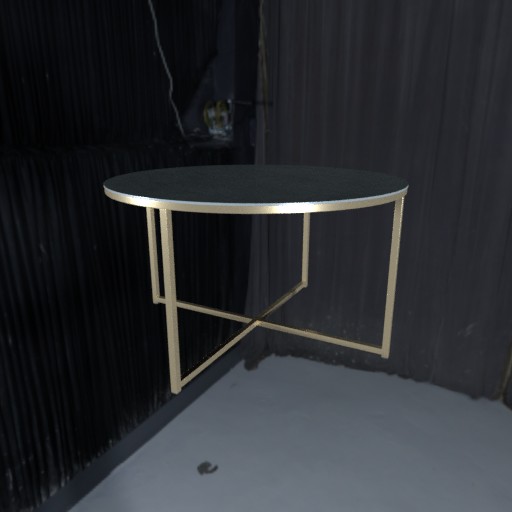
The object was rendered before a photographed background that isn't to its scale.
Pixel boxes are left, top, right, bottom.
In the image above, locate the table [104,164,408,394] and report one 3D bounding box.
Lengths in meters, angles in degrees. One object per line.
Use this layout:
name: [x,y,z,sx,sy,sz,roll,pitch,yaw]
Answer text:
table: [0.000,0.000,1.290,0.800,0.450,0.800,0,17,0]
